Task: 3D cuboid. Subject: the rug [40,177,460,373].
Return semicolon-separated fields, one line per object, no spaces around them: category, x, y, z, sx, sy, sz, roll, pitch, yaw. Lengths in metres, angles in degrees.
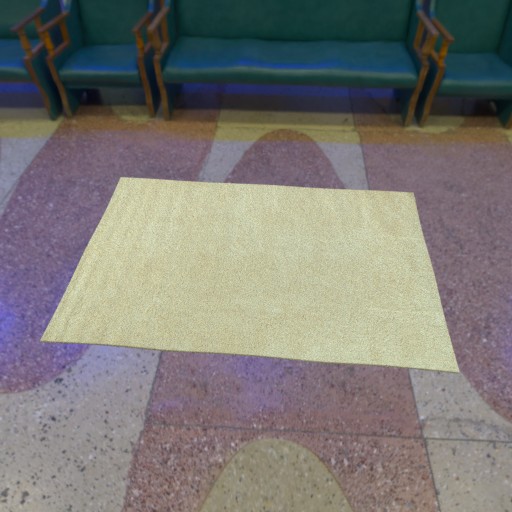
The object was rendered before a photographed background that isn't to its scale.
rug;0.000;0.000;3.463;2.699;0.025;1.800;4;46;3
